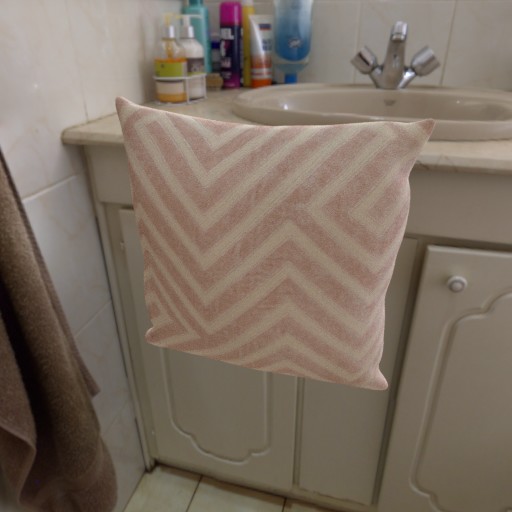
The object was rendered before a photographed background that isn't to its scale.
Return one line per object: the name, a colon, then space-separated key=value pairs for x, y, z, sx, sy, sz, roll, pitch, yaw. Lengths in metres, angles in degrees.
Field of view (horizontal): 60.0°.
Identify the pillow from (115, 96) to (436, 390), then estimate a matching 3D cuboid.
pillow: x=0.000 y=0.000 z=0.670 sx=0.440 sy=0.441 sz=0.182 roll=8 pitch=29 yaw=15
